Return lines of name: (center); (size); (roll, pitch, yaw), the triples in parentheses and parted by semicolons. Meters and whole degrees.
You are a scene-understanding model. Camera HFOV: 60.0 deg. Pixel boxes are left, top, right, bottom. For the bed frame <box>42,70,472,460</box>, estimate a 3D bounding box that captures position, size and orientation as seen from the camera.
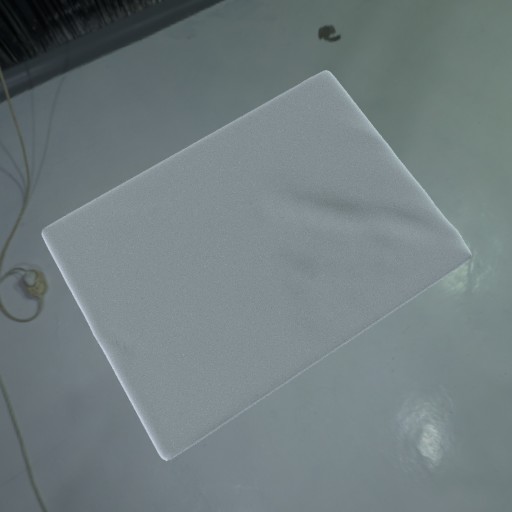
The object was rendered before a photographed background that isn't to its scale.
bed frame: (0.000, 0.000, 2.609); (1.905, 0.637, 1.372); (-32, 78, -8)
